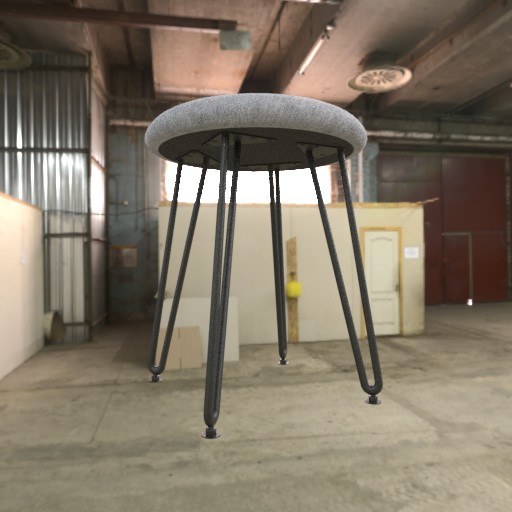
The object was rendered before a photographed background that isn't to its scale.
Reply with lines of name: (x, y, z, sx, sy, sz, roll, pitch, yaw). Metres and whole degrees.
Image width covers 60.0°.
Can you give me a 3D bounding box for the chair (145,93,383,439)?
chair: (0.000, 0.000, 0.635, 0.350, 0.386, 0.350, 0, 0, 17)
